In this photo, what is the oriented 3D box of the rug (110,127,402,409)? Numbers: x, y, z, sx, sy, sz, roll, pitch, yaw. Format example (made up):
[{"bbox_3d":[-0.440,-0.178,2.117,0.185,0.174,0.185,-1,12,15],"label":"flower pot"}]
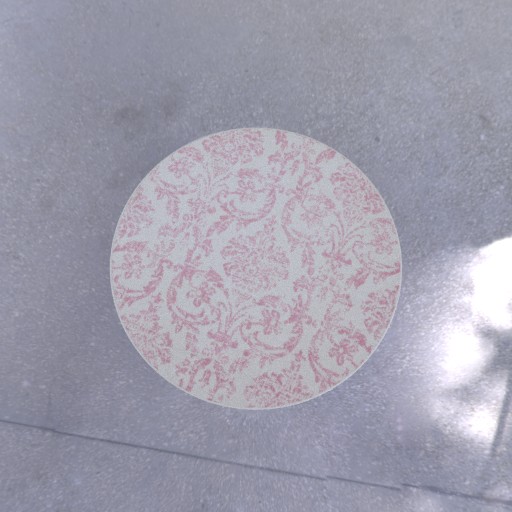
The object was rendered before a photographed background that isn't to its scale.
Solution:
[{"bbox_3d":[0.000,0.000,2.427,1.593,0.012,1.593,0,74,0],"label":"rug"}]
